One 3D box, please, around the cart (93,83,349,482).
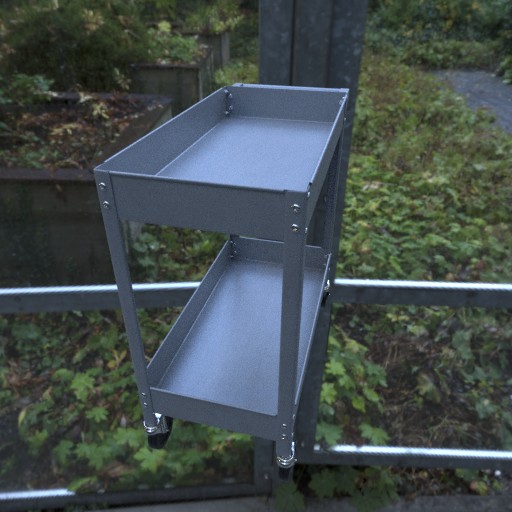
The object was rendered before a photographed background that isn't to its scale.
[{"bbox_3d":[0.000,0.000,1.150,0.366,0.719,0.779,8,33,12],"label":"cart"}]
